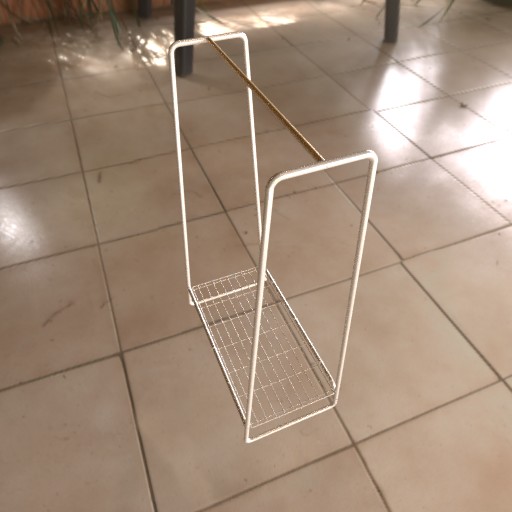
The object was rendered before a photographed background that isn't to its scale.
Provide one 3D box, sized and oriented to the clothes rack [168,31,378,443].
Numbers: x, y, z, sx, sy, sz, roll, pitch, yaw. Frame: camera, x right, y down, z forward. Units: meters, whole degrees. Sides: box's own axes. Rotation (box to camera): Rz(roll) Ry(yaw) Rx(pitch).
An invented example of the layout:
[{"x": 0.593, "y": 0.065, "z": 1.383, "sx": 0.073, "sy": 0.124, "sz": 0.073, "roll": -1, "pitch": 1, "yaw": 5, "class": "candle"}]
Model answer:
[{"x": 0.000, "y": 0.000, "z": 1.893, "sx": 0.495, "sy": 1.500, "sz": 0.900, "roll": -17, "pitch": 48, "yaw": -16, "class": "clothes rack"}]
